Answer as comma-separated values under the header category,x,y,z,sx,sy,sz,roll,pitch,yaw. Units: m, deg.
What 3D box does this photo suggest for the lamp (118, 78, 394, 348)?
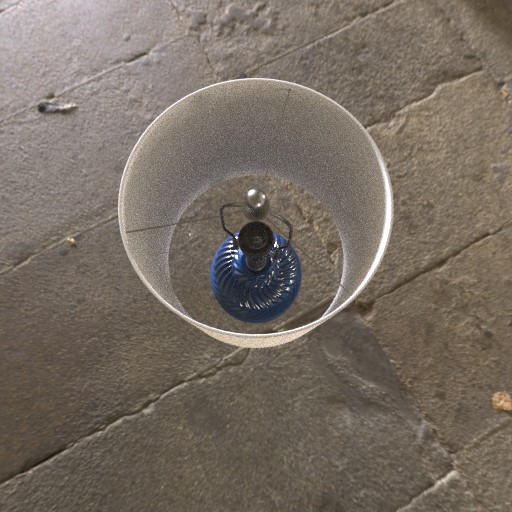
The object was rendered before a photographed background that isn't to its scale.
category,x,y,z,sx,sy,sz,roll,pitch,yaw
lamp,0.000,0.000,0.500,0.203,0.368,0.203,15,77,4
